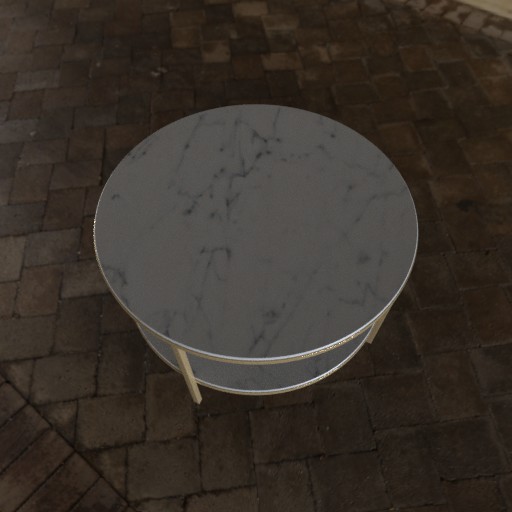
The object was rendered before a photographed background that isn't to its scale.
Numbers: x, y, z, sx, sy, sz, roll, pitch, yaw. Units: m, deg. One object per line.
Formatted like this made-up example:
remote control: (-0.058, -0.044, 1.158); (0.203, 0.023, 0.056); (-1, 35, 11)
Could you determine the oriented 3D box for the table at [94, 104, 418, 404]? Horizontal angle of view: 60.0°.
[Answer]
table: (0.000, 0.000, 1.296); (0.800, 0.450, 0.800); (0, 56, 0)
